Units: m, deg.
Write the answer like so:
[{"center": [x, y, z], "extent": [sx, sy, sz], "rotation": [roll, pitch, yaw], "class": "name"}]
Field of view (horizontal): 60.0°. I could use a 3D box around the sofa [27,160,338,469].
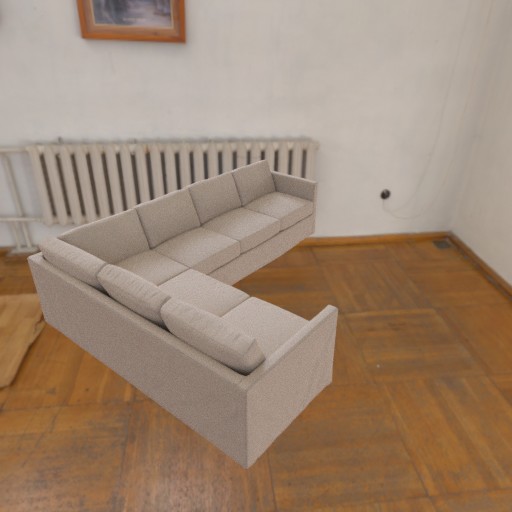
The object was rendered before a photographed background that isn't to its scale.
[{"center": [0.000, 0.000, 4.262], "extent": [2.432, 0.871, 3.182], "rotation": [21, 35, 33], "class": "sofa"}]
